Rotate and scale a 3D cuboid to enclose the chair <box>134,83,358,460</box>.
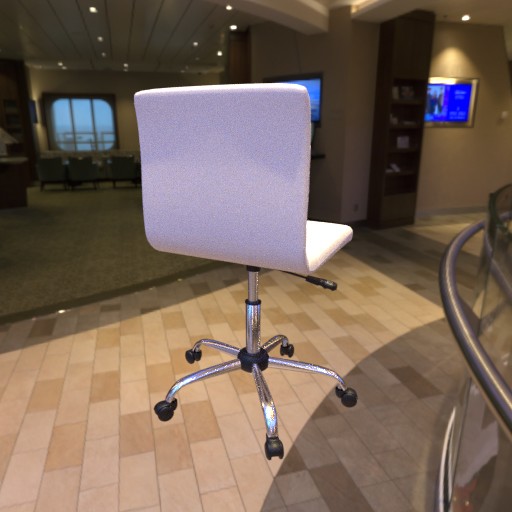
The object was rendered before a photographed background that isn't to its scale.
[{"bbox_3d":[0.000,0.000,1.076,0.520,0.750,0.455,8,18,26],"label":"chair"}]
